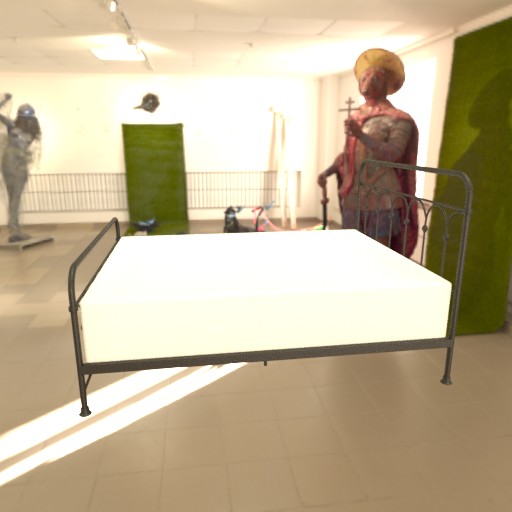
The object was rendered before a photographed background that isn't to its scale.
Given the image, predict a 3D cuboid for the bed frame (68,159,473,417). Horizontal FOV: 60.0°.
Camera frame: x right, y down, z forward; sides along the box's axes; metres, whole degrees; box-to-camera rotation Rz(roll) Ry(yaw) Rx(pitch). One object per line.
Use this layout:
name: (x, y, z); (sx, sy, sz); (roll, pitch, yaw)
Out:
bed frame: (0.000, 0.000, 3.179); (2.203, 1.276, 1.664); (-2, 15, -8)
